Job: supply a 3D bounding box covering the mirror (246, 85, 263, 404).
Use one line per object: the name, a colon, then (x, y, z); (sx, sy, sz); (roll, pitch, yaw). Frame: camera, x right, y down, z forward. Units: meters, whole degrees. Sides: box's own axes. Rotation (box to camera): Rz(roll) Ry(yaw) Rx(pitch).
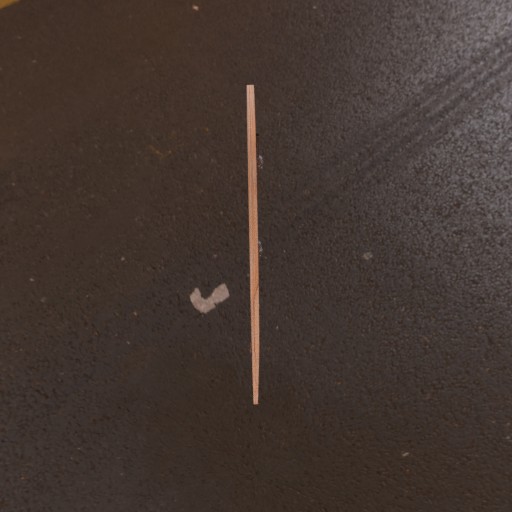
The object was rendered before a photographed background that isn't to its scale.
mirror: (0.000, 0.000, 1.149); (0.032, 0.915, 0.609); (-1, 64, -1)
